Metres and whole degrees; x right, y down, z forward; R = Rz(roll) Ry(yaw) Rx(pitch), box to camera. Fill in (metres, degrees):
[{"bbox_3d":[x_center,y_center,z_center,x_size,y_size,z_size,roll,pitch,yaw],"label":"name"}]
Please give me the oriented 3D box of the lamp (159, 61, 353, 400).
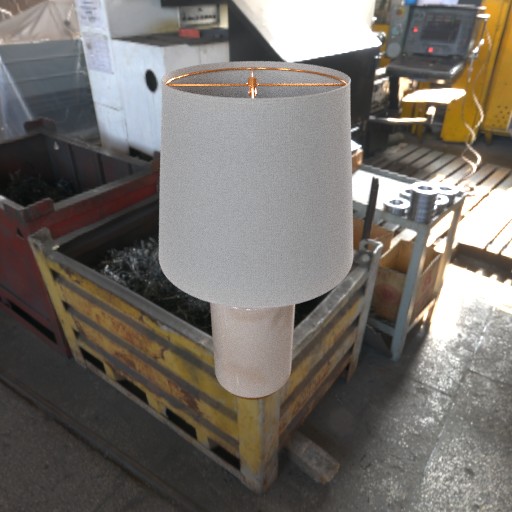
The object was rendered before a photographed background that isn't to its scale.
[{"bbox_3d":[0.000,0.000,0.445,0.189,0.340,0.189,0,32,0],"label":"lamp"}]
